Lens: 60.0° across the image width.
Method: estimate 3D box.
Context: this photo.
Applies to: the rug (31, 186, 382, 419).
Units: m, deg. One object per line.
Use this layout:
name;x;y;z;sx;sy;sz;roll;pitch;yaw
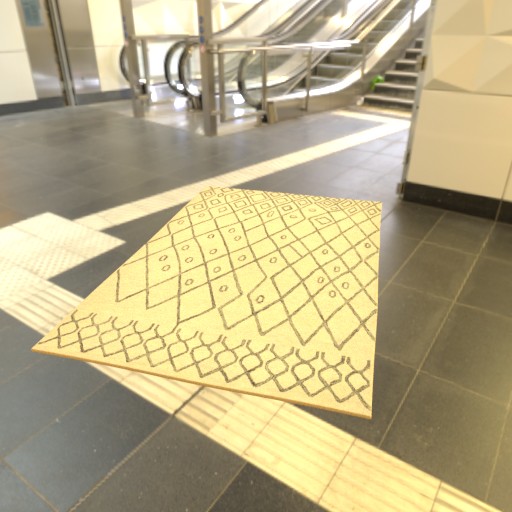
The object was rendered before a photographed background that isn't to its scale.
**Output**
rug;0.000;0.000;2.262;1.222;0.015;1.828;7;29;13
